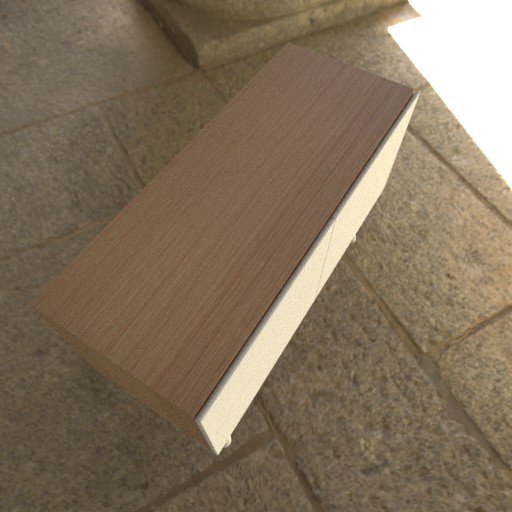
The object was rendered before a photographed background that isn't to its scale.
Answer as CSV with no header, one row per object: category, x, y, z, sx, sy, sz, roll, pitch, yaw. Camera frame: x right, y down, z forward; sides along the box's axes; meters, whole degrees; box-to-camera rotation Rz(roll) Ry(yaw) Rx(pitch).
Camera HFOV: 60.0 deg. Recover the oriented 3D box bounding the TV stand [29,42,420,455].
TV stand,0.000,0.000,1.294,0.407,0.660,0.991,28,63,16
